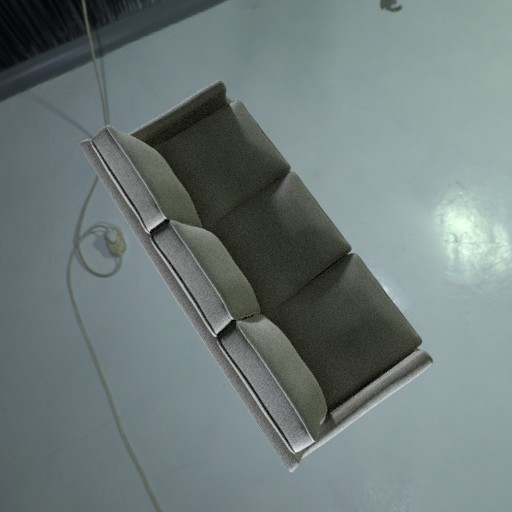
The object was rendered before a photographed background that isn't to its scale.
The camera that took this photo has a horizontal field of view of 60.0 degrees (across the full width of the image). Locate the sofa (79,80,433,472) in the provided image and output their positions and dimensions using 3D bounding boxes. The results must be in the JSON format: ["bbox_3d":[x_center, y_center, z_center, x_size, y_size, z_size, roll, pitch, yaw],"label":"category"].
[{"bbox_3d":[0.000,0.000,2.798,1.084,1.003,2.246,-33,78,-8],"label":"sofa"}]
